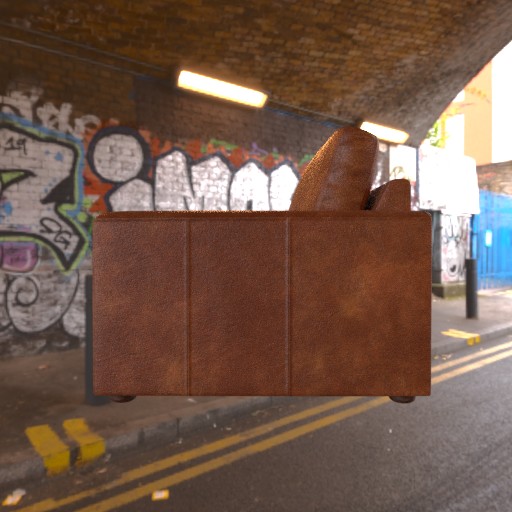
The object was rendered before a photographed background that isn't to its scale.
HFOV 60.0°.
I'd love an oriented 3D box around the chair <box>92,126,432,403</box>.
[{"bbox_3d":[0.000,0.000,1.761,1.016,0.873,1.005,0,1,0],"label":"chair"}]
